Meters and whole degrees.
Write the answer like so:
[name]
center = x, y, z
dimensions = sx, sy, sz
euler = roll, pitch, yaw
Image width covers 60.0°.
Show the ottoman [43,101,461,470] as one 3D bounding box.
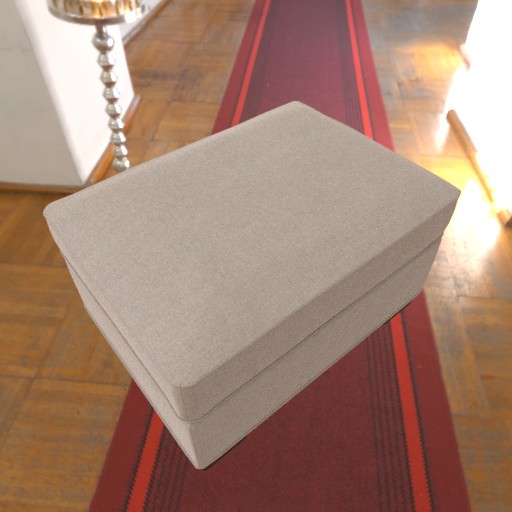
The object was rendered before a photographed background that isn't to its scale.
[ottoman]
center = 0.000, 0.000, 1.212
dimensions = 0.846, 0.503, 0.617
euler = -31, 54, -26
